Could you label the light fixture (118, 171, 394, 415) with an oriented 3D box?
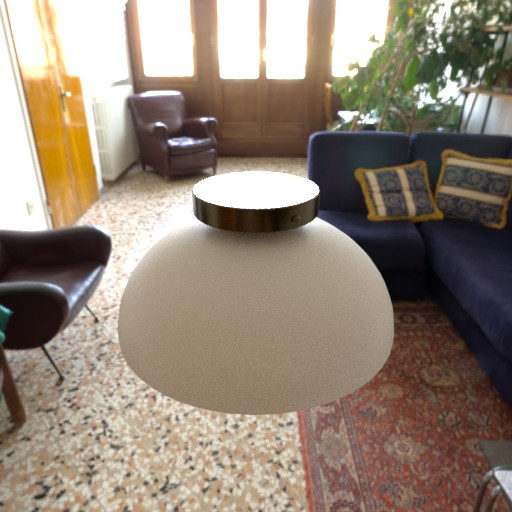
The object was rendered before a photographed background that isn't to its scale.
[{"bbox_3d":[0.000,0.000,0.556,0.355,0.177,0.355,0,26,0],"label":"light fixture"}]
